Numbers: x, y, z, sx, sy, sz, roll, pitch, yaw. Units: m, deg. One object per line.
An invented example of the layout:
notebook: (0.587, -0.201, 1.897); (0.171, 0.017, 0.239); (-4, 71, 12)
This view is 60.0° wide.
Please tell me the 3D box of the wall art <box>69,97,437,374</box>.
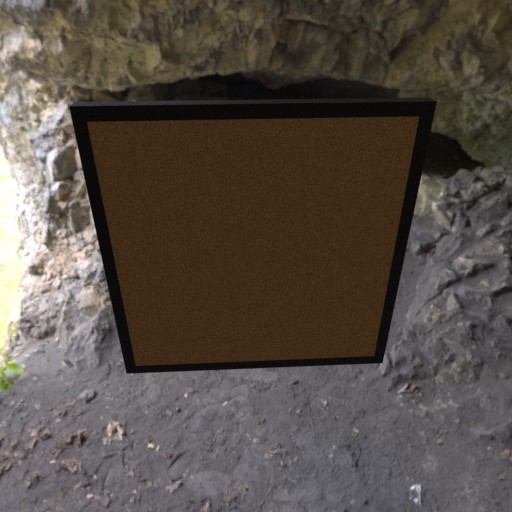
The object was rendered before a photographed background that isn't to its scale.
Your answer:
wall art: (0.000, 0.000, 1.136); (0.765, 0.765, 0.038); (-2, 32, -3)
